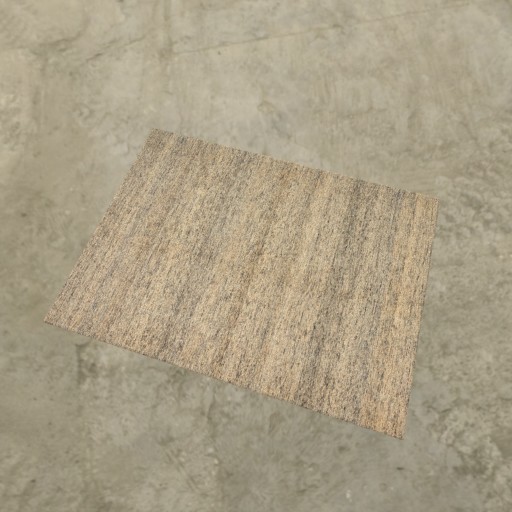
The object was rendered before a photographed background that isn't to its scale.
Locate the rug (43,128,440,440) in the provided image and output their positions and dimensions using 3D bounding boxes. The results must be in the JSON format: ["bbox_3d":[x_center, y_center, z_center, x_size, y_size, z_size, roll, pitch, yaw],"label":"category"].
[{"bbox_3d":[0.000,0.000,4.242,3.199,0.036,2.414,16,63,8],"label":"rug"}]
